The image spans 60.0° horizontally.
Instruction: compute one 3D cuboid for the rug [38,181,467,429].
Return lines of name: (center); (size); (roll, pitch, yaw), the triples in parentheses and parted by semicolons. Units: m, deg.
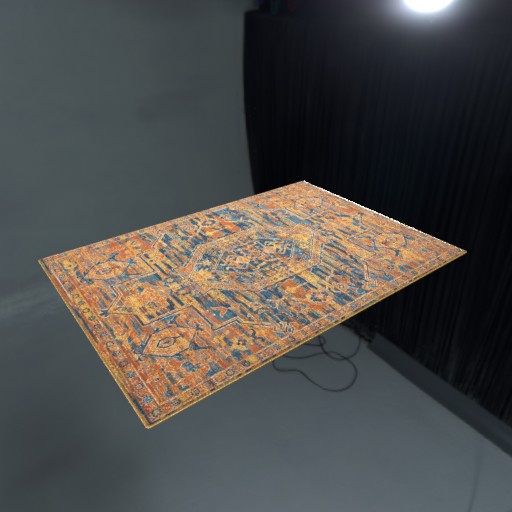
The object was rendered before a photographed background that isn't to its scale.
rug: (0.000, 0.000, 3.674); (2.916, 0.019, 2.043); (-21, 37, -31)
